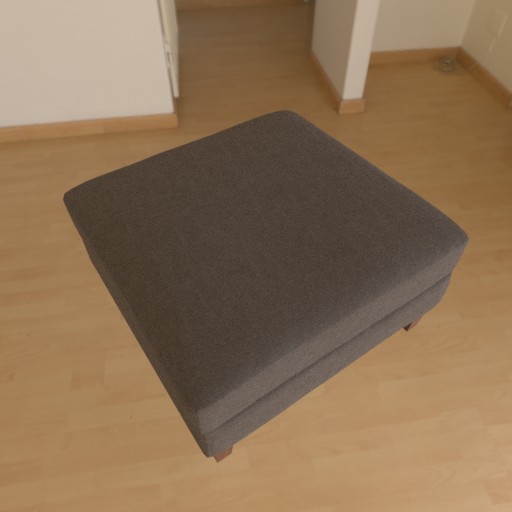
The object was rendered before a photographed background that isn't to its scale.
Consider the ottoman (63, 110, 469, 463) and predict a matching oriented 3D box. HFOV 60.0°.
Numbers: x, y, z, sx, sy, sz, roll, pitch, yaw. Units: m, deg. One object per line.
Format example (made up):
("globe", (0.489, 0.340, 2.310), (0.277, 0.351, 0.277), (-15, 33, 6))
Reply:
("ottoman", (0.000, 0.000, 1.409), (0.881, 0.482, 0.861), (-27, 53, -22))
